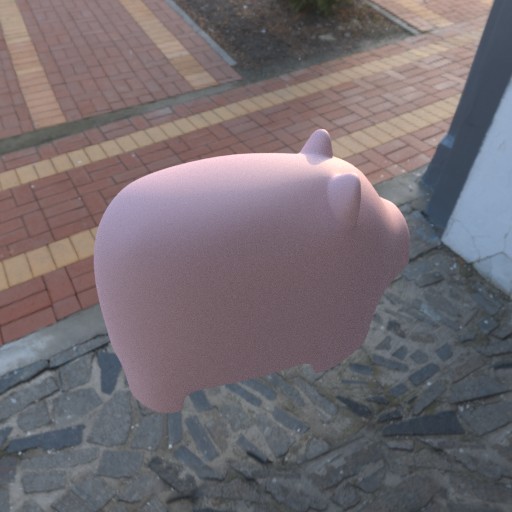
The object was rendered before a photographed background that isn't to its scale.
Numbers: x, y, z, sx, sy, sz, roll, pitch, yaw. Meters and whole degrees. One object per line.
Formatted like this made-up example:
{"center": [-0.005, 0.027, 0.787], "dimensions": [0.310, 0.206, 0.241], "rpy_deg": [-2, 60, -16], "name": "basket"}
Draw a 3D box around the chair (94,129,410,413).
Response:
{"center": [0.000, 0.000, 0.863], "dimensions": [0.619, 0.423, 0.364], "rpy_deg": [-11, 47, -10], "name": "chair"}
